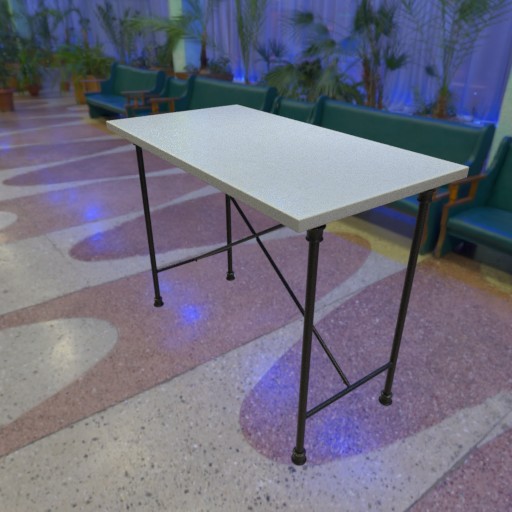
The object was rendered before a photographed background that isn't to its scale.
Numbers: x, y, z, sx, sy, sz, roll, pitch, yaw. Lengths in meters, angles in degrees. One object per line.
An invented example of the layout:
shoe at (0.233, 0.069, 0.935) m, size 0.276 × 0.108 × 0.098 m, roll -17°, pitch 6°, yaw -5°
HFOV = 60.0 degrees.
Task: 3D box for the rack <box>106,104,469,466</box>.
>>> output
rack at (0.000, 0.000, 1.684) m, size 0.613 × 0.880 × 1.159 m, roll -19°, pitch 34°, yaw -31°
